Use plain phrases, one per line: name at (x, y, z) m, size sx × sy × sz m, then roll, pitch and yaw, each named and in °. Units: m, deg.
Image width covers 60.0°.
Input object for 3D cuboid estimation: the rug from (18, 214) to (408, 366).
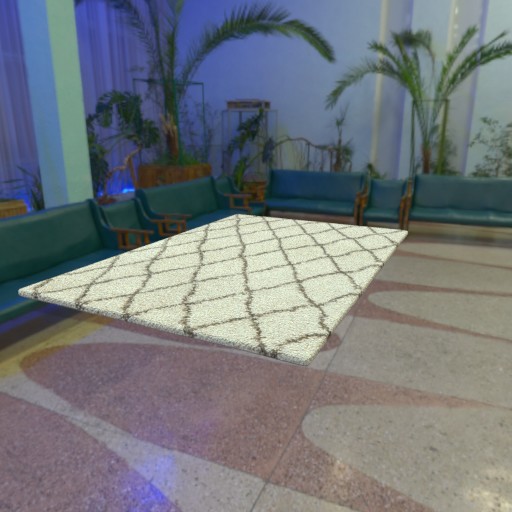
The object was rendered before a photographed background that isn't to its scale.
rug at (0.000, 0.000, 2.247) m, size 1.219 × 0.030 × 1.778 m, roll 8°, pitch 18°, yaw 26°
